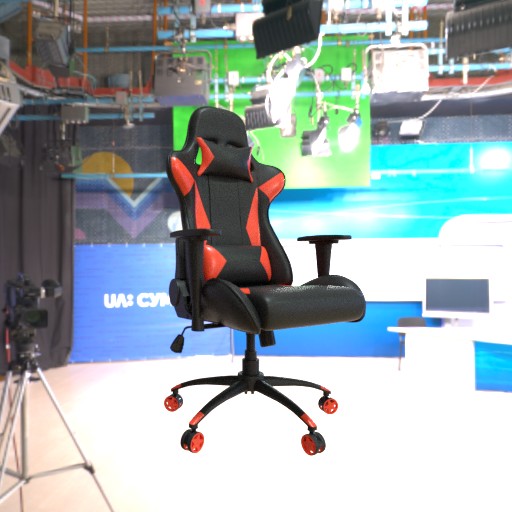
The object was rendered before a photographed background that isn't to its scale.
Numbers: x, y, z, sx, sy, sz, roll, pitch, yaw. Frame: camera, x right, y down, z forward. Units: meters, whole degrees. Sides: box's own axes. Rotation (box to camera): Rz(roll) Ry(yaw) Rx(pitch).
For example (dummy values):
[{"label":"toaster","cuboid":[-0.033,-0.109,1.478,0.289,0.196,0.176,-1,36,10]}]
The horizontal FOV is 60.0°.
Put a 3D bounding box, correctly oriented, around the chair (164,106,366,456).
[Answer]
[{"label":"chair","cuboid":[0.000,0.000,1.698,0.695,1.282,0.730,0,0,-36]}]
